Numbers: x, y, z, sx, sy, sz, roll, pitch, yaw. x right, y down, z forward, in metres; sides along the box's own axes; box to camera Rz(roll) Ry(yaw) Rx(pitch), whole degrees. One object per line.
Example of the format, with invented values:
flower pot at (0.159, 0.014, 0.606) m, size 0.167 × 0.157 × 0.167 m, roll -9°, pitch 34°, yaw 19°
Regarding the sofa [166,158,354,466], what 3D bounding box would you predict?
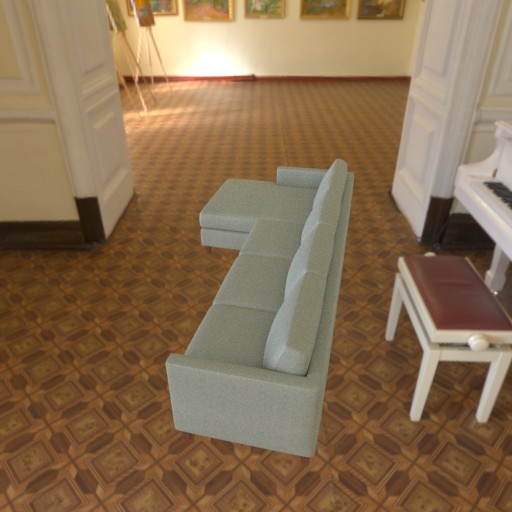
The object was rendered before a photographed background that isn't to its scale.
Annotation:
sofa at (0.000, 0.000, 4.151) m, size 1.600 × 0.953 × 3.470 m, roll 7°, pitch 32°, yaw 12°
